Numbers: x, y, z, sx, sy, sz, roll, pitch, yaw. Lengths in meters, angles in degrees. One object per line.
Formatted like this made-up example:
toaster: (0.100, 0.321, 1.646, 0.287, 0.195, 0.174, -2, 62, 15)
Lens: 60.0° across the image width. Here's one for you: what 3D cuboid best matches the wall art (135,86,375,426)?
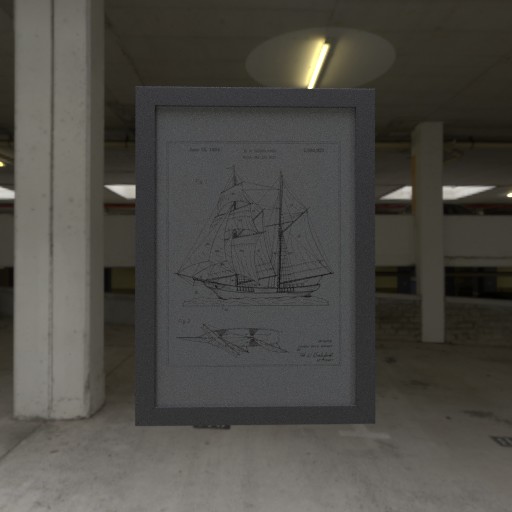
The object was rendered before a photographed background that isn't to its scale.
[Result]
wall art: (0.000, 0.000, 0.708, 0.380, 0.534, 0.013, 0, 0, -2)
